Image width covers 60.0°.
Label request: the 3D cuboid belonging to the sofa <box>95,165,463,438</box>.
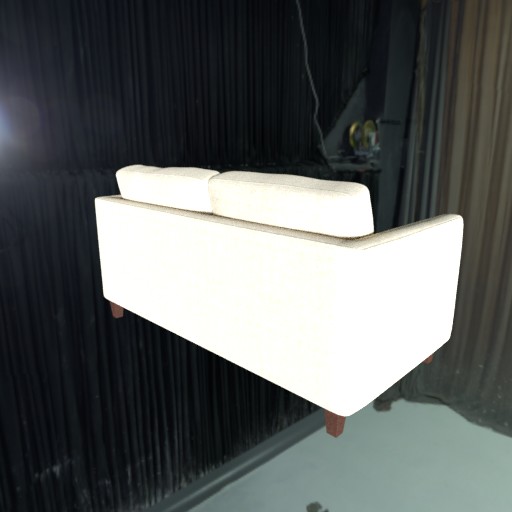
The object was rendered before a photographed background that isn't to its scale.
[{"bbox_3d":[0.000,0.000,2.450,1.884,0.963,0.950,14,20,43],"label":"sofa"}]
